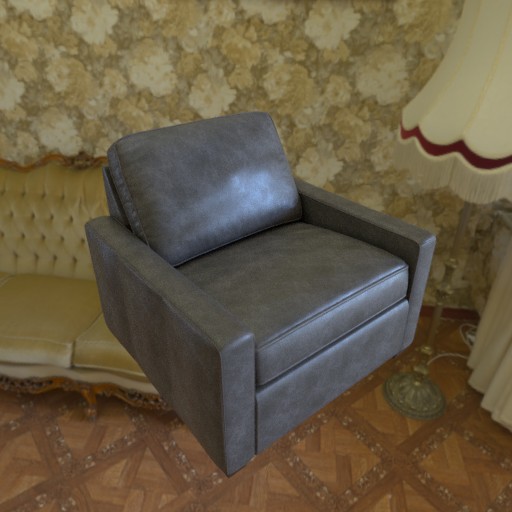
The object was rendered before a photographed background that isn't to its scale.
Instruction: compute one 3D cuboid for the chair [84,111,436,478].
[{"bbox_3d":[0.000,0.000,1.733,1.006,0.916,0.939,-22,37,-33],"label":"chair"}]
